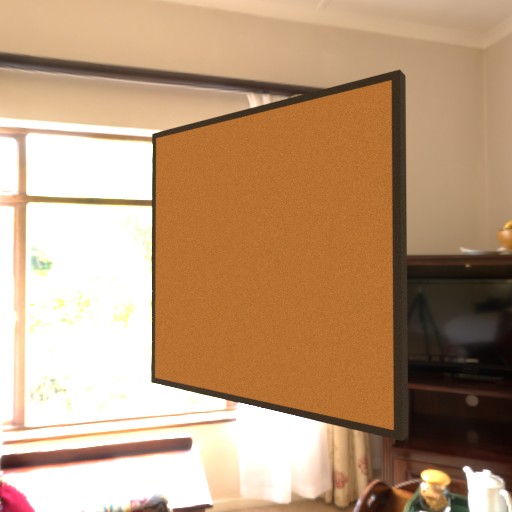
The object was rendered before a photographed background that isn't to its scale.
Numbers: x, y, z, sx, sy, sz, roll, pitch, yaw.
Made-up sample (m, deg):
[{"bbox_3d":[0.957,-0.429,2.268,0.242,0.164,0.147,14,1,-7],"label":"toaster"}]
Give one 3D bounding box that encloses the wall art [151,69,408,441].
[{"bbox_3d":[0.000,0.000,1.148,0.763,0.763,0.038,-1,-1,36],"label":"wall art"}]
